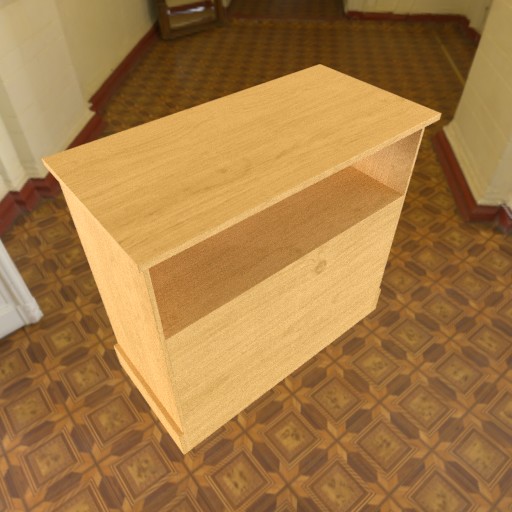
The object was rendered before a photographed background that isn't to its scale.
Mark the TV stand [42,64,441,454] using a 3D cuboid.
[{"bbox_3d":[0.000,0.000,1.306,0.851,0.787,0.430,-30,51,-27],"label":"TV stand"}]
